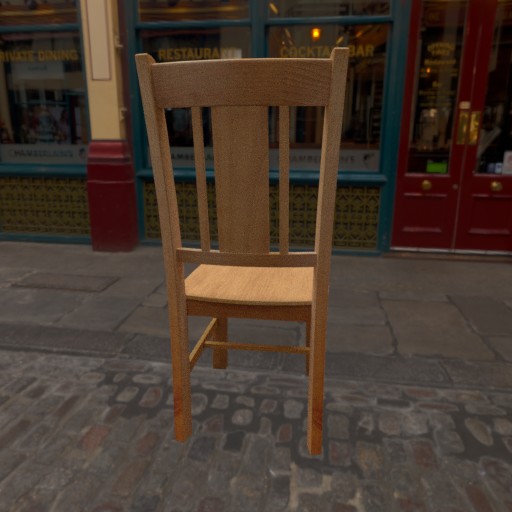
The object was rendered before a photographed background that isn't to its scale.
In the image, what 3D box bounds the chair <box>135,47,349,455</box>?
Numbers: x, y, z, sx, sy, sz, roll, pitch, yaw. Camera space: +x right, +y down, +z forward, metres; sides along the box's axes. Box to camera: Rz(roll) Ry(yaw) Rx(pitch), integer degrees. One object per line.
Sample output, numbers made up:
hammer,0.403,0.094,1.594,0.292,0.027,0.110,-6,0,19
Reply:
chair,0.000,0.000,1.280,0.450,0.998,0.556,2,14,8
